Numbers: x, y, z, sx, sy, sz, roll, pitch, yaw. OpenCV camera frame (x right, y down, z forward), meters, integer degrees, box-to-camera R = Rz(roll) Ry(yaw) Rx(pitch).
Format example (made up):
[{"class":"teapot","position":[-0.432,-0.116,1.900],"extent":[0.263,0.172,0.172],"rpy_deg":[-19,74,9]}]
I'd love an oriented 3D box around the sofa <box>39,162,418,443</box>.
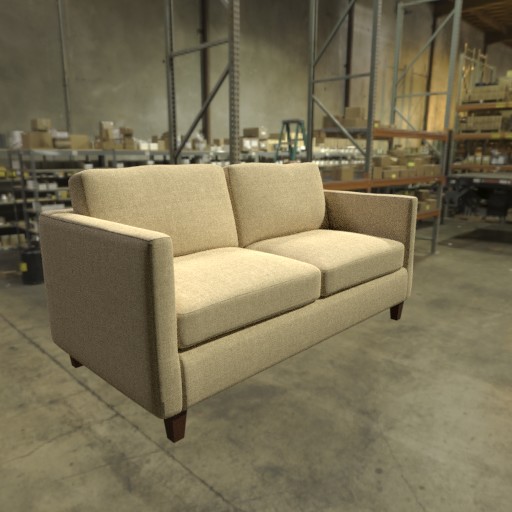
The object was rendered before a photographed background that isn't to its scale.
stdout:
[{"class":"sofa","position":[0.000,0.000,2.371],"extent":[0.950,0.963,1.884],"rpy_deg":[13,18,43]}]
